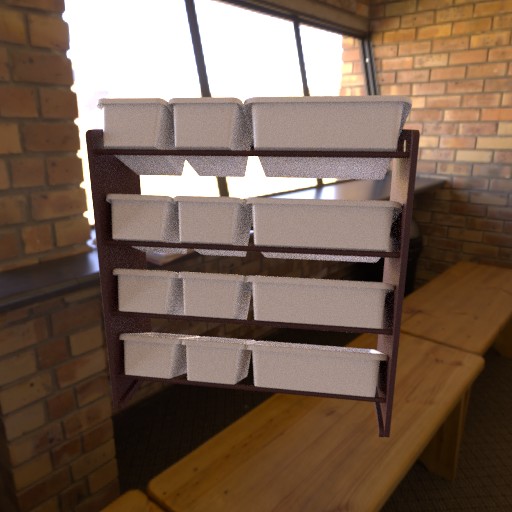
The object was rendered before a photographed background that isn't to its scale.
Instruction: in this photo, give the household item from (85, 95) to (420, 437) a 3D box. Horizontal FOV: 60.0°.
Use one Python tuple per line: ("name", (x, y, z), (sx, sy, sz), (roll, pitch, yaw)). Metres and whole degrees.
("household item", (0.000, 0.000, 1.303), (0.787, 0.864, 0.389), (3, 17, 9))
